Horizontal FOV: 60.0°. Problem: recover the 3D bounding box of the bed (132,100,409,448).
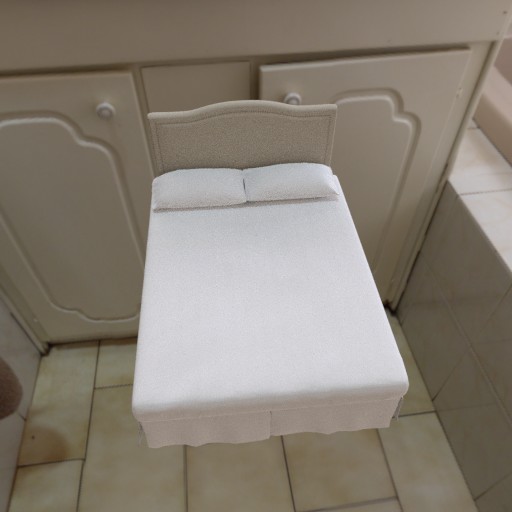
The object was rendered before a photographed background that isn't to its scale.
[{"bbox_3d":[0.000,0.000,3.627,1.977,1.437,2.477,-4,48,-4],"label":"bed"}]
